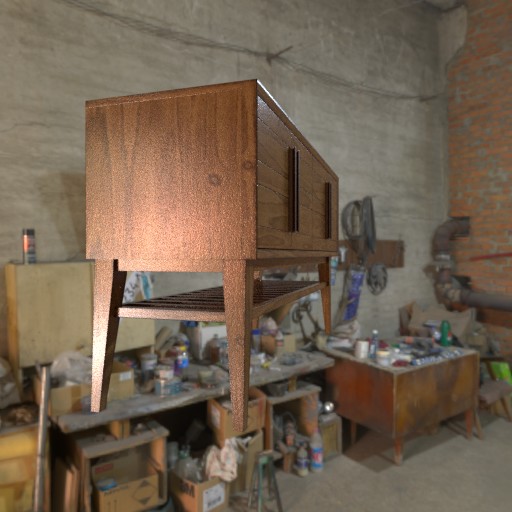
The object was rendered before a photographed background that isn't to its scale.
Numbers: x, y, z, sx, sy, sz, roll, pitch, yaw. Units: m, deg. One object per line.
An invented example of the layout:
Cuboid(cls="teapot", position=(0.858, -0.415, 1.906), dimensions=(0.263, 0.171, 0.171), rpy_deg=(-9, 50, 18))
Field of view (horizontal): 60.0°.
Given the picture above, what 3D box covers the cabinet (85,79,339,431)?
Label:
Cuboid(cls="cabinet", position=(0.000, 0.000, 1.714), dimensions=(0.477, 0.802, 1.363), rpy_deg=(0, 0, 18))
